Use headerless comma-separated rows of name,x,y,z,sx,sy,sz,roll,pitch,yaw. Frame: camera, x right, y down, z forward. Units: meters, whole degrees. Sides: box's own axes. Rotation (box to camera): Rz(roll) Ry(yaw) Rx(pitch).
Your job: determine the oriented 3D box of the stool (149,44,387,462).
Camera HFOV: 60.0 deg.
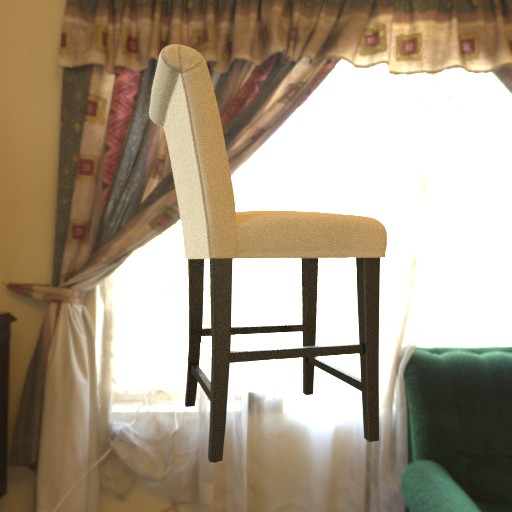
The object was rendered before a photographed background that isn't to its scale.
stool,0.000,0.000,1.298,0.597,0.976,0.452,0,-1,-17
